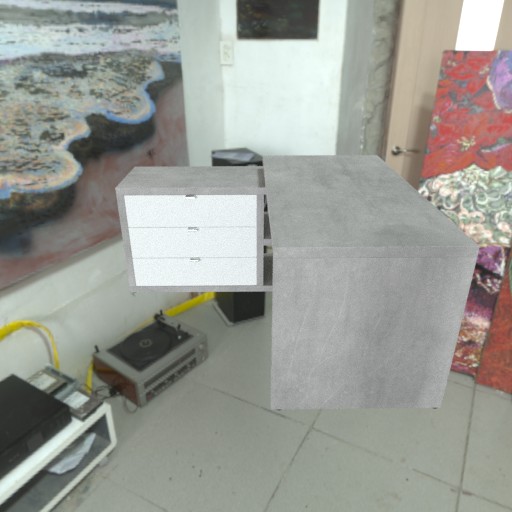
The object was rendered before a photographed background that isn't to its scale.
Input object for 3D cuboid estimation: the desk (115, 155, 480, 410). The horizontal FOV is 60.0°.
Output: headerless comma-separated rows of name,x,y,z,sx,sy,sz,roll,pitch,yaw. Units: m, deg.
desk,0.000,0.000,2.285,1.500,0.740,1.400,0,26,-1
